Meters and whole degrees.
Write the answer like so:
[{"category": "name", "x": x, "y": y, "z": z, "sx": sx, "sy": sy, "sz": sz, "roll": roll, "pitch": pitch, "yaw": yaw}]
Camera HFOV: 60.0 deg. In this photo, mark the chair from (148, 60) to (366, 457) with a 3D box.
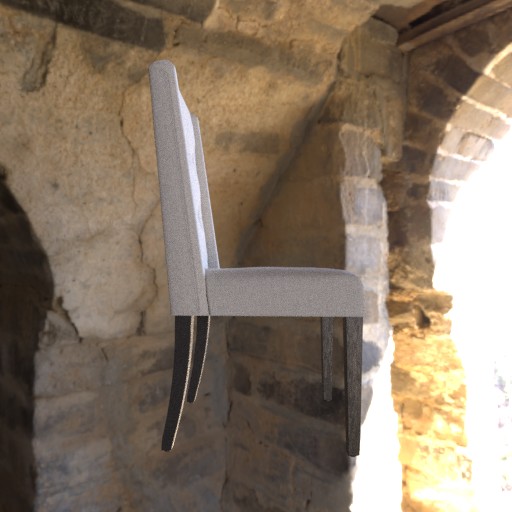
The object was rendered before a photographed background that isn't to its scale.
[{"category": "chair", "x": 0.000, "y": 0.000, "z": 1.279, "sx": 0.523, "sy": 0.961, "sz": 0.474, "roll": 0, "pitch": -1, "yaw": 1}]
